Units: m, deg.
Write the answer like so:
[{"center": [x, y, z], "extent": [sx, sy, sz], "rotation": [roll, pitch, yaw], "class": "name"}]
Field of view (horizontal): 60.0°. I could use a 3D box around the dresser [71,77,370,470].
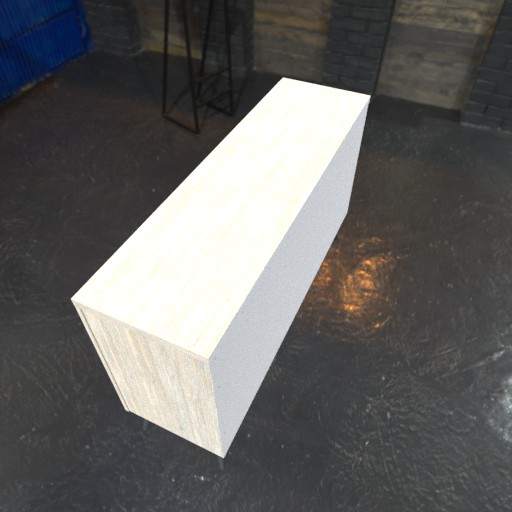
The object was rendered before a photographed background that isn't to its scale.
[{"center": [0.000, 0.000, 1.981], "extent": [0.457, 0.914, 1.524], "rotation": [19, 49, 17], "class": "dresser"}]
